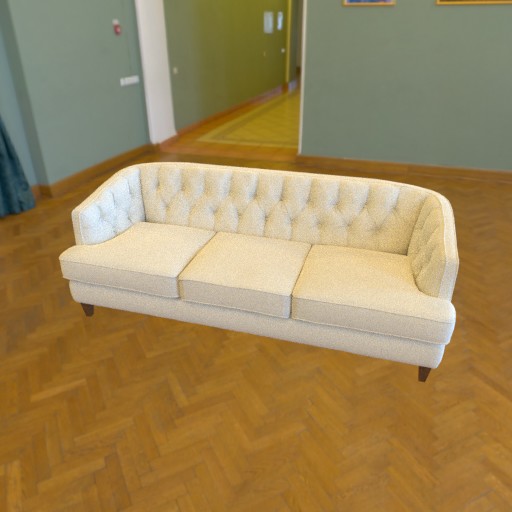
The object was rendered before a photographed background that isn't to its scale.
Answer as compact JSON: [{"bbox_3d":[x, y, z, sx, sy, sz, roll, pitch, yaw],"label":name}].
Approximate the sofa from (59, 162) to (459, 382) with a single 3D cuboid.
[{"bbox_3d":[0.000,0.000,2.793,2.278,0.855,0.941,8,29,15],"label":"sofa"}]
